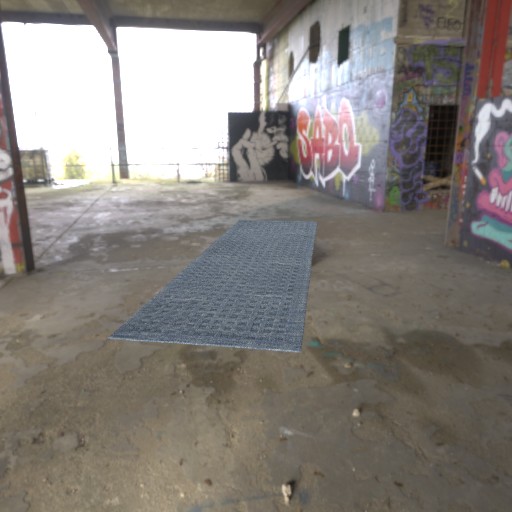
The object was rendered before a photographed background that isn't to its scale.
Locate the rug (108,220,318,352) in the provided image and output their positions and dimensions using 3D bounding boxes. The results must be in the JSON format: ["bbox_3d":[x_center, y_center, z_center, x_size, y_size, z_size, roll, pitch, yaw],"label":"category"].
[{"bbox_3d":[0.000,0.000,2.693,0.688,0.008,2.443,2,15,9],"label":"rug"}]
